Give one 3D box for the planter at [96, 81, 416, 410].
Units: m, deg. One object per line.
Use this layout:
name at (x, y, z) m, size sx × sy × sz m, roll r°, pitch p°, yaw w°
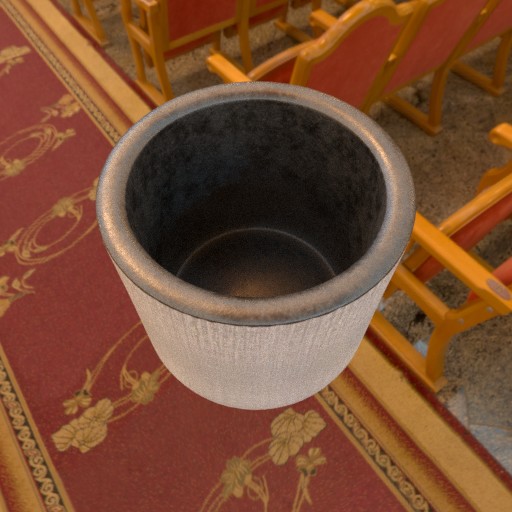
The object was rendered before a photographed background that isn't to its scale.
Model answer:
planter at (0.000, 0.000, 0.219) m, size 0.125 × 0.112 × 0.125 m, roll 0°, pitch 57°, yaw 0°
